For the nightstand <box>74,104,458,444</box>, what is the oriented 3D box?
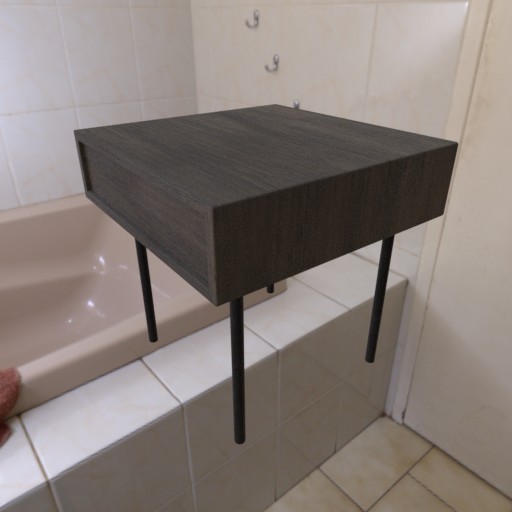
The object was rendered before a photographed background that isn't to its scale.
[{"bbox_3d":[0.000,0.000,0.924,0.503,0.497,0.502,-19,34,-32],"label":"nightstand"}]
